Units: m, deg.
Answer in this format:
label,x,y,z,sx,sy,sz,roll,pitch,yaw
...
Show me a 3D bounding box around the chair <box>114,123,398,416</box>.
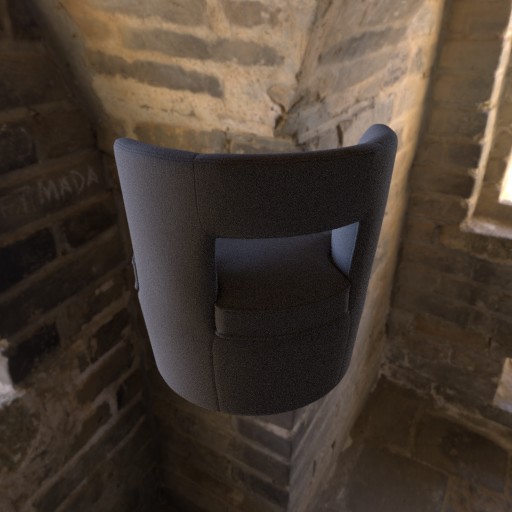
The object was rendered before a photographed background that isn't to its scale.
label,x,y,z,sx,sy,sz,roll,pitch,yaw
chair,0.000,0.000,1.262,0.689,0.719,0.660,-8,27,-15
